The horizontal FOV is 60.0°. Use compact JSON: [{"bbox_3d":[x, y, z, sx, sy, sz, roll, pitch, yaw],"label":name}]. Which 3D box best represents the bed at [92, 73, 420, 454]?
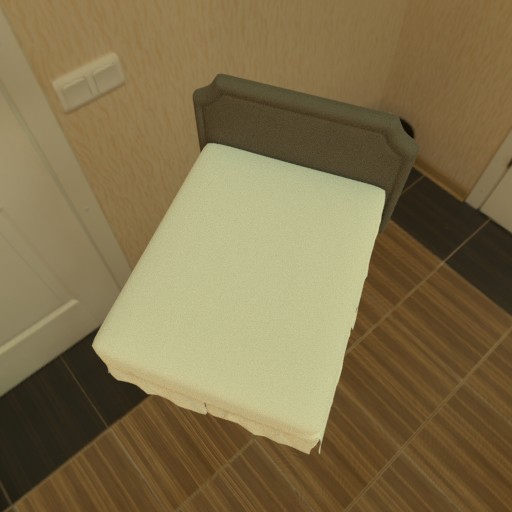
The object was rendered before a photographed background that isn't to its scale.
[{"bbox_3d":[0.000,0.000,3.285,1.831,1.297,2.181,17,61,10],"label":"bed"}]
